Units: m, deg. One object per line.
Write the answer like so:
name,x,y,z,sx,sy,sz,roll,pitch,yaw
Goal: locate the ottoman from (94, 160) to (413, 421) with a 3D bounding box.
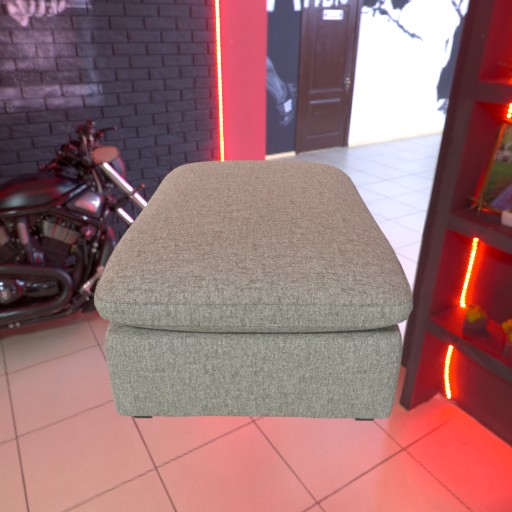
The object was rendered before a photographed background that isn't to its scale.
ottoman,0.000,0.000,1.369,0.694,0.451,0.977,0,27,1
